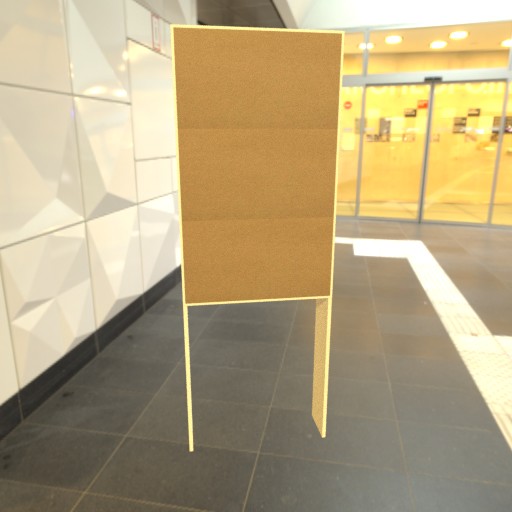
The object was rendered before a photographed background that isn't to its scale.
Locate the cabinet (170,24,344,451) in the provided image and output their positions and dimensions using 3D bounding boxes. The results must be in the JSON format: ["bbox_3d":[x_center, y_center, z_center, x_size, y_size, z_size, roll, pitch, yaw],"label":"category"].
[{"bbox_3d":[0.000,0.000,1.933,0.643,1.770,0.192,-2,15,-9],"label":"cabinet"}]
